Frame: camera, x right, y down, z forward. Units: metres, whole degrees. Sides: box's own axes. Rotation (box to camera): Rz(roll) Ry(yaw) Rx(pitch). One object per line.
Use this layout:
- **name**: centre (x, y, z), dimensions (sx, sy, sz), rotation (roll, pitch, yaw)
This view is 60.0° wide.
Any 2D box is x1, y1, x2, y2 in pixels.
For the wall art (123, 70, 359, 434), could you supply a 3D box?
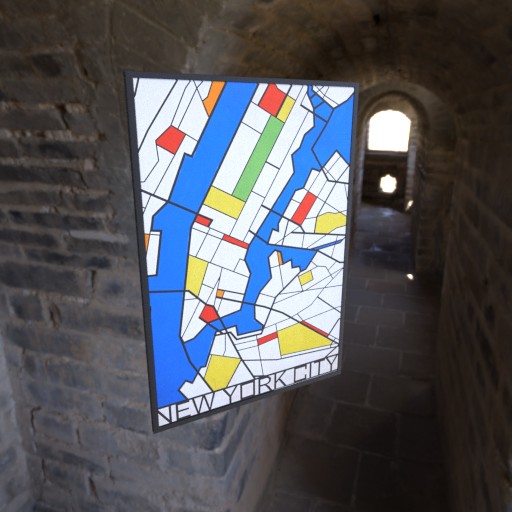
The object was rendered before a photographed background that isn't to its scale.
- **wall art**: centre (0.000, 0.000, 0.881), dimensions (0.460, 0.660, 0.013), rotation (-9, 19, -27)
